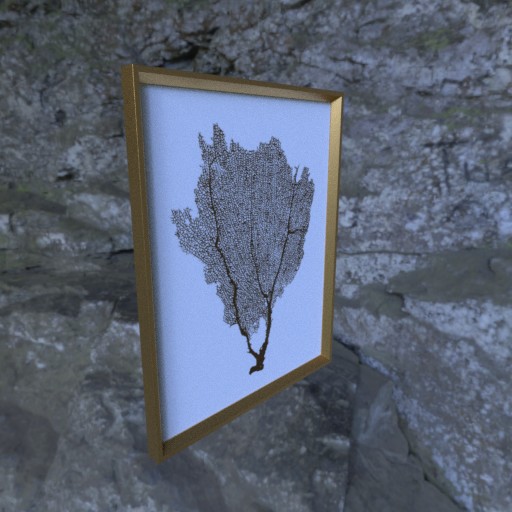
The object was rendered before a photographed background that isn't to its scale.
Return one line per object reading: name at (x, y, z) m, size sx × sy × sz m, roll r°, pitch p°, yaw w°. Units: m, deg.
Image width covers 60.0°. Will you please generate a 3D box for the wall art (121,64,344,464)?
wall art at (0.000, 0.000, 1.036) m, size 0.038 × 0.762 × 0.610 m, roll 14°, pitch 20°, yaw 43°
